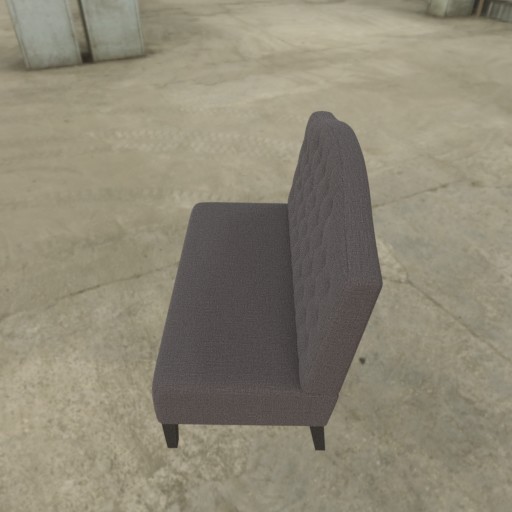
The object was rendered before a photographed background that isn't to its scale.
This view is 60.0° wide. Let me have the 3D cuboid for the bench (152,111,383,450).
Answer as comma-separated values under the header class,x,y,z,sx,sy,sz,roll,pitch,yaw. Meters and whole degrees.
class,x,y,z,sx,sy,sz,roll,pitch,yaw
bench,0.000,0.000,2.109,0.815,1.180,1.335,1,40,1
